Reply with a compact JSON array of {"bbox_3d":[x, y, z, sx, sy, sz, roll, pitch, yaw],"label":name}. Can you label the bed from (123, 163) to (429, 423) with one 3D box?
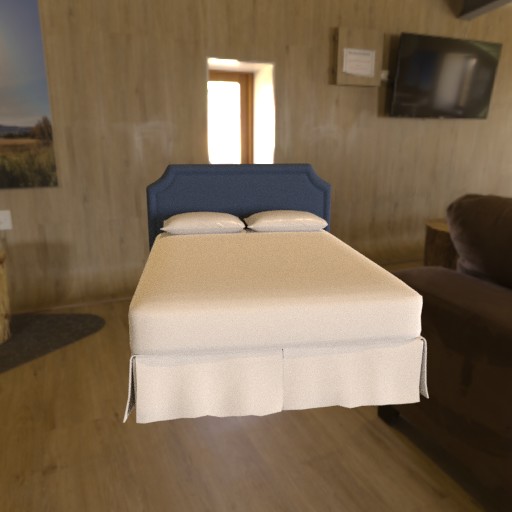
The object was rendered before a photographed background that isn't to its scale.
[{"bbox_3d":[0.000,0.000,3.417,1.831,1.297,2.260,-2,14,-8],"label":"bed"}]
